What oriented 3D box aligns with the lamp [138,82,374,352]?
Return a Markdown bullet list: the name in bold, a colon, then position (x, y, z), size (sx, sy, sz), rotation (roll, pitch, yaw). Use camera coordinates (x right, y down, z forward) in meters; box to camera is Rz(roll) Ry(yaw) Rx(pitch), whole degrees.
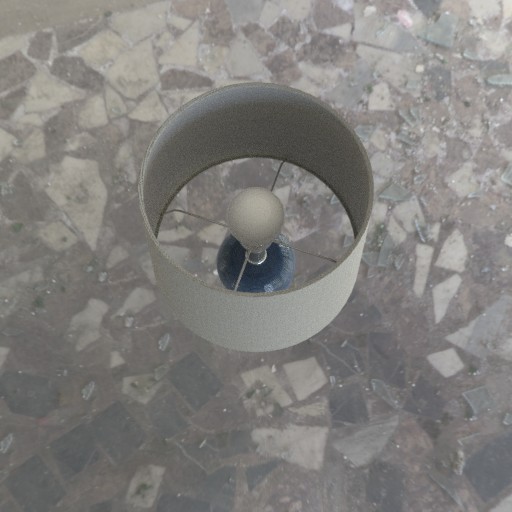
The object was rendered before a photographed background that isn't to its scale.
- **lamp**: position (0.000, 0.000, 0.578), size (0.253, 0.428, 0.253), rotation (0, 73, 0)
